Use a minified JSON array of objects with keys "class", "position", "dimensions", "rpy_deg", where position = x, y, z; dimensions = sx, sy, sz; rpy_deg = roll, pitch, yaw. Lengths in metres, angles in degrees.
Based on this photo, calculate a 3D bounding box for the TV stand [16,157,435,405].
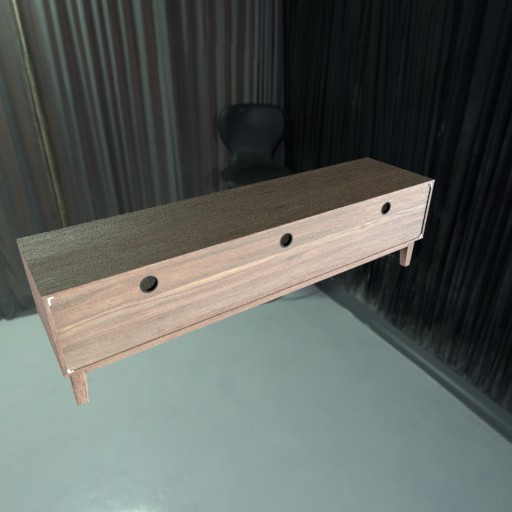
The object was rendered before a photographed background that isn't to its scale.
[{"class":"TV stand","position":[0.000,0.000,1.652],"dimensions":[1.482,0.409,0.366],"rpy_deg":[-18,34,-29]}]
